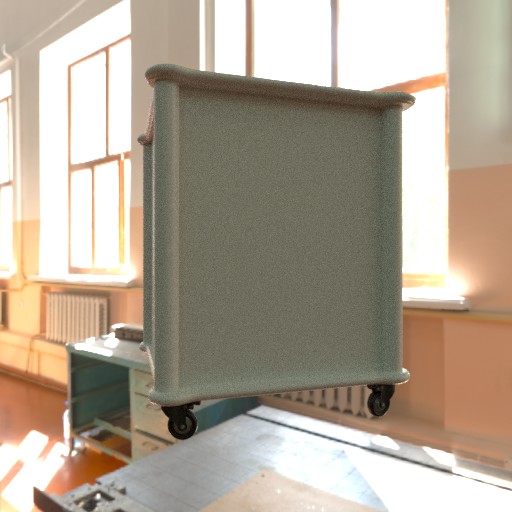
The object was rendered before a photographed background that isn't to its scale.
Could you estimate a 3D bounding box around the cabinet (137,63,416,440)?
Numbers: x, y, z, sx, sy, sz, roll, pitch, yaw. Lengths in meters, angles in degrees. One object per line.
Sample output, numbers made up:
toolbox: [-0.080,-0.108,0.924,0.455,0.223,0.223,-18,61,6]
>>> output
cabinet: [0.000,0.000,1.237,0.627,0.761,0.628,0,0,-17]
